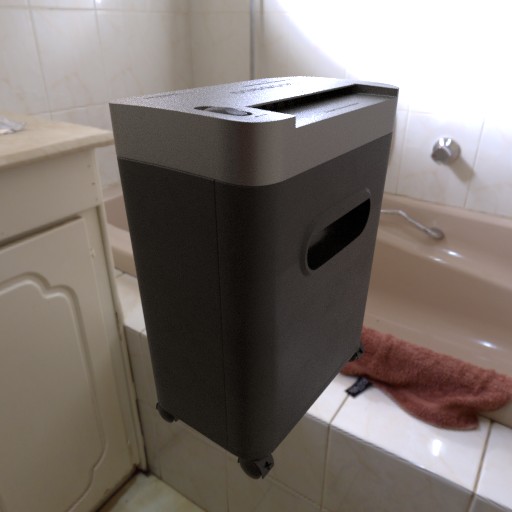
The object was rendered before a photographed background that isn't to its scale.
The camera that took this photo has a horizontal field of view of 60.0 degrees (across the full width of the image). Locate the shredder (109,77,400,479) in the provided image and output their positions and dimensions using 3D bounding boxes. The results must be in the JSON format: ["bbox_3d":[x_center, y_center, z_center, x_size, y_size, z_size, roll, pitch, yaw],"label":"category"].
[{"bbox_3d":[0.000,0.000,0.584,0.237,0.419,0.311,19,32,32],"label":"shredder"}]
